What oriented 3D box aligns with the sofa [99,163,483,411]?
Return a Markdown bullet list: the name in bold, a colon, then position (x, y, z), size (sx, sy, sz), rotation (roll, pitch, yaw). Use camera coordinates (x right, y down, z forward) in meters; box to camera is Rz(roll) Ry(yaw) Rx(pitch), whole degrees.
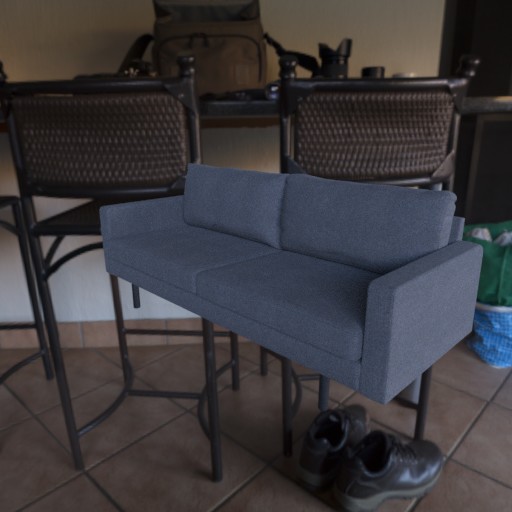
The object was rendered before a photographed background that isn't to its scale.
- **sofa**: position (0.000, 0.000, 2.497), size (2.100, 0.880, 0.880), rotation (16, 23, 43)
